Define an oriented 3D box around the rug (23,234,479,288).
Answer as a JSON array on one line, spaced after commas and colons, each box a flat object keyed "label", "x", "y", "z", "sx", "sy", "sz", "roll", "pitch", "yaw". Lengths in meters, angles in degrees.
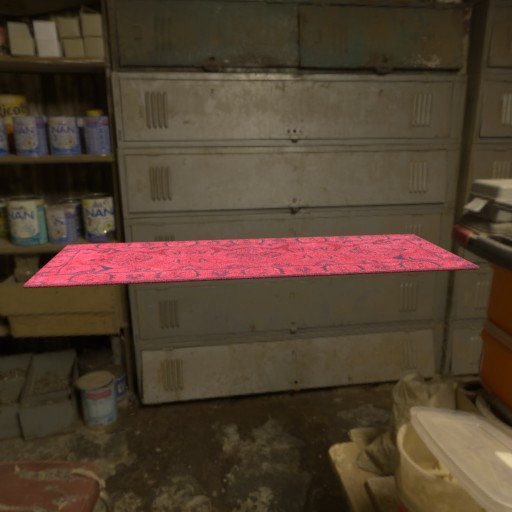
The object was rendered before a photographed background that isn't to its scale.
[{"label": "rug", "x": 0.000, "y": 0.000, "z": 2.731, "sx": 2.439, "sy": 0.018, "sz": 0.813, "roll": -2, "pitch": 16, "yaw": -7}]
